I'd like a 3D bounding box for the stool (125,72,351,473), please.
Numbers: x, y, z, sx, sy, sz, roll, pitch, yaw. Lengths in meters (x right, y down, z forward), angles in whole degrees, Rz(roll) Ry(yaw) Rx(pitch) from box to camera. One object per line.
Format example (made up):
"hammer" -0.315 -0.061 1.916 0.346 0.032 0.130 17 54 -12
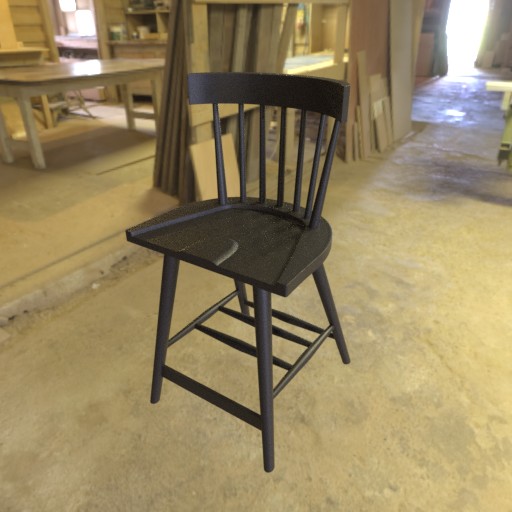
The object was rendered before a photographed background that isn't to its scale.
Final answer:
"stool" 0.000 0.000 1.283 0.494 0.953 0.549 18 33 30
